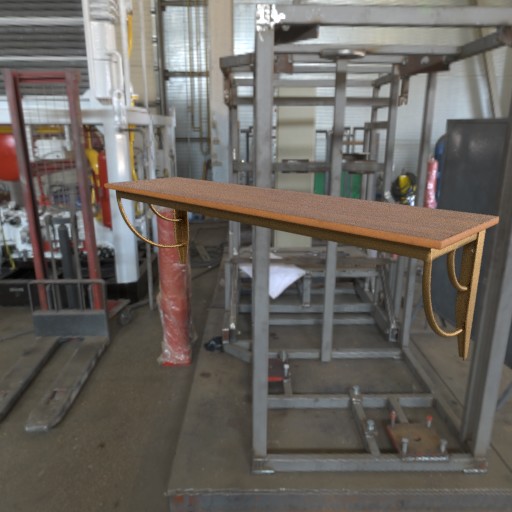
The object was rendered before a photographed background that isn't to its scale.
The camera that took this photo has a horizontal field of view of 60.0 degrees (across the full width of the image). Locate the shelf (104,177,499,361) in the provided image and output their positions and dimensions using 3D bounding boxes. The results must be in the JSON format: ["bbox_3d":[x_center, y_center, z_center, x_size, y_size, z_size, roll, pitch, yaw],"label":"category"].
[{"bbox_3d":[0.000,0.000,0.702,0.636,0.190,0.166,15,22,42],"label":"shelf"}]
